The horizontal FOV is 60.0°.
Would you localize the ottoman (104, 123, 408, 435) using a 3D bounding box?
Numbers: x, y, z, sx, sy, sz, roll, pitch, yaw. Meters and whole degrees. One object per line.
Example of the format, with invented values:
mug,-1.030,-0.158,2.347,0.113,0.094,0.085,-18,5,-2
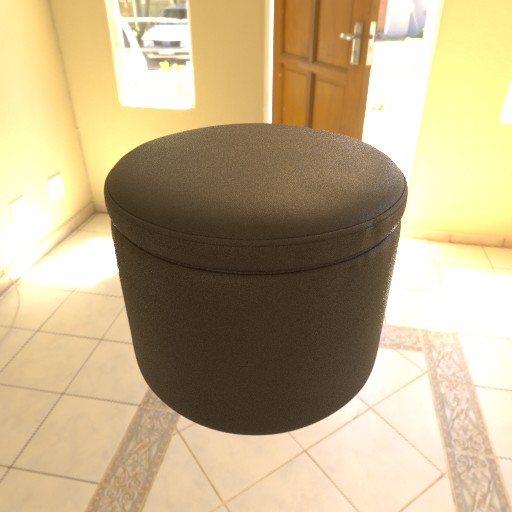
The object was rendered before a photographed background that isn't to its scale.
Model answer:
ottoman,0.000,0.000,0.839,0.500,0.409,0.500,0,31,0
